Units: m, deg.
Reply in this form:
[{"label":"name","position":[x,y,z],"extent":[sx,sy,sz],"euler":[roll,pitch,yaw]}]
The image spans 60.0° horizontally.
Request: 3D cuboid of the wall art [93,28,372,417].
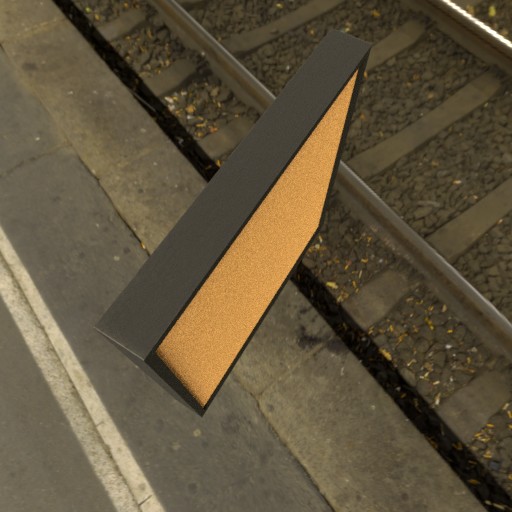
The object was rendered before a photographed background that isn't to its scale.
[{"label":"wall art","position":[0.000,0.000,0.450],"extent":[0.037,0.305,0.305],"euler":[29,68,13]}]
